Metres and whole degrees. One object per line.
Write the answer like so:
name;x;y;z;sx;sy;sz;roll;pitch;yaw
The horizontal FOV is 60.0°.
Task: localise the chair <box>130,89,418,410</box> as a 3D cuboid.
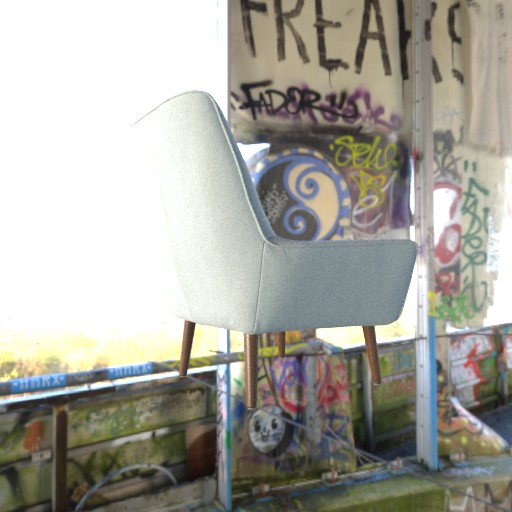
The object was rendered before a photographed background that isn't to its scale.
chair;0.000;0.000;1.561;0.822;0.888;0.787;1;-1;-35
